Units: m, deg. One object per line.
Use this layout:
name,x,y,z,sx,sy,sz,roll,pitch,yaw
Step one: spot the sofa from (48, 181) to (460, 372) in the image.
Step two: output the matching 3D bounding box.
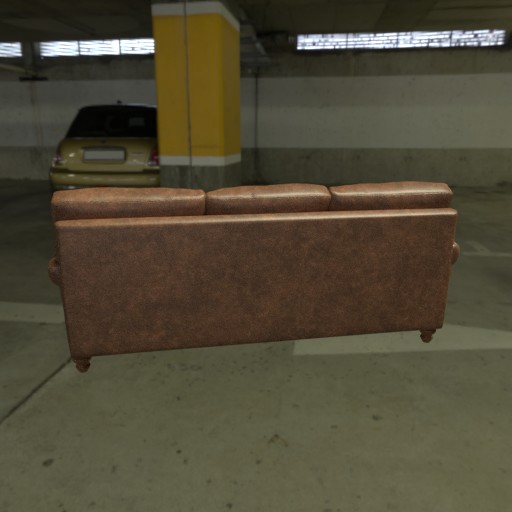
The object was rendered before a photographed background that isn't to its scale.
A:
sofa,0.000,0.000,2.851,2.351,0.977,0.973,-3,16,-10
